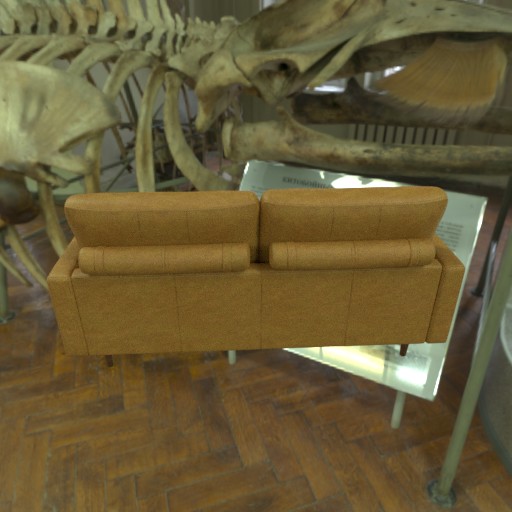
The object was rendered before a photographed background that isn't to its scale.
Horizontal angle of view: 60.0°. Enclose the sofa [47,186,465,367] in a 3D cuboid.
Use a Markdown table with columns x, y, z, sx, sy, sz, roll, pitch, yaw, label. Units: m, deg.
| x | y | z | sx | sy | sz | roll | pitch | yaw | label |
| --- | --- | --- | --- | --- | --- | --- | --- | --- | --- |
| 0.000 | 0.000 | 2.273 | 1.821 | 0.898 | 0.850 | -1 | 29 | -3 | sofa |
